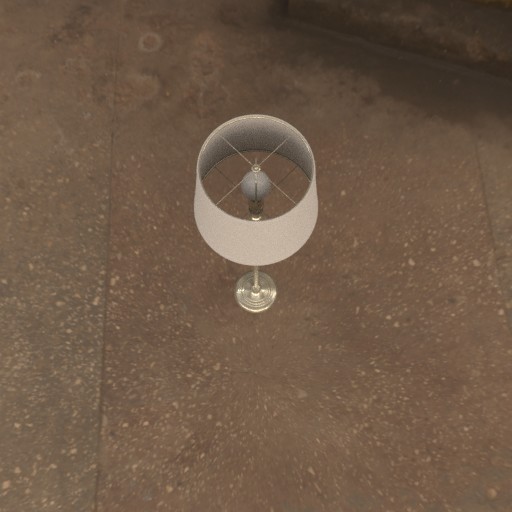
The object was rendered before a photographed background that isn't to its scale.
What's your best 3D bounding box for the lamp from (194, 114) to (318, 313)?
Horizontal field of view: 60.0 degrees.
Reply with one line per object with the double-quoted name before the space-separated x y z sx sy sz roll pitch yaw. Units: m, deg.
"lamp" 0.000 0.000 1.676 0.327 1.506 0.327 0 75 0
